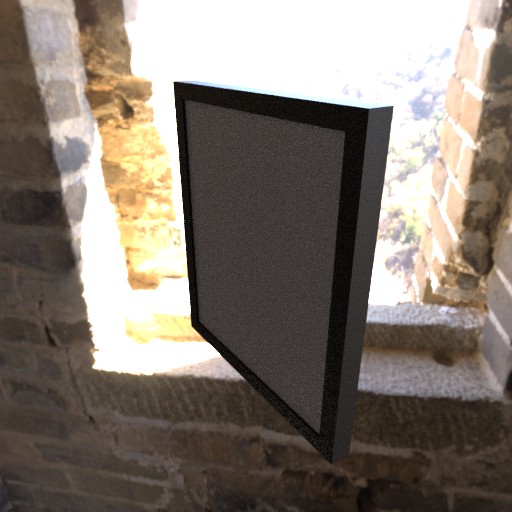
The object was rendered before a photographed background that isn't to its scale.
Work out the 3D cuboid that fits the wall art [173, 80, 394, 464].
[{"bbox_3d":[0.000,0.000,0.542,0.029,0.381,0.330,-17,31,-32],"label":"wall art"}]
